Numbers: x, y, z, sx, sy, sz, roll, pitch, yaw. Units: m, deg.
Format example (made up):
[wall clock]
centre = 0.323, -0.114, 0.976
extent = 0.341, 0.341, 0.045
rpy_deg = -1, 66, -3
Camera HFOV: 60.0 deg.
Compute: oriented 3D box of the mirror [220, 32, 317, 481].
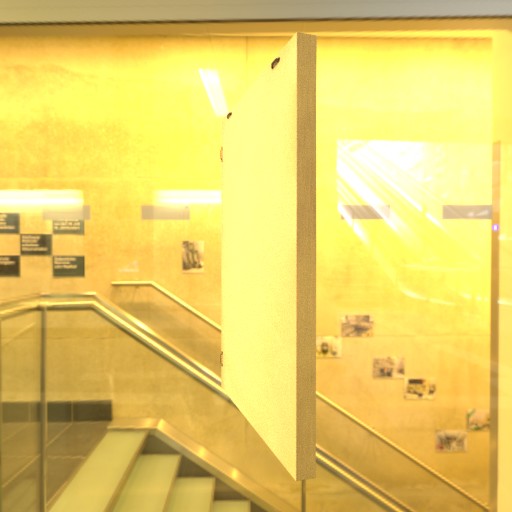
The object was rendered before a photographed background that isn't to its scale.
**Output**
[mirror]
centre = 0.000, 0.000, 0.946
extent = 0.040, 0.710, 0.507
rpy_deg = 0, 1, -18
